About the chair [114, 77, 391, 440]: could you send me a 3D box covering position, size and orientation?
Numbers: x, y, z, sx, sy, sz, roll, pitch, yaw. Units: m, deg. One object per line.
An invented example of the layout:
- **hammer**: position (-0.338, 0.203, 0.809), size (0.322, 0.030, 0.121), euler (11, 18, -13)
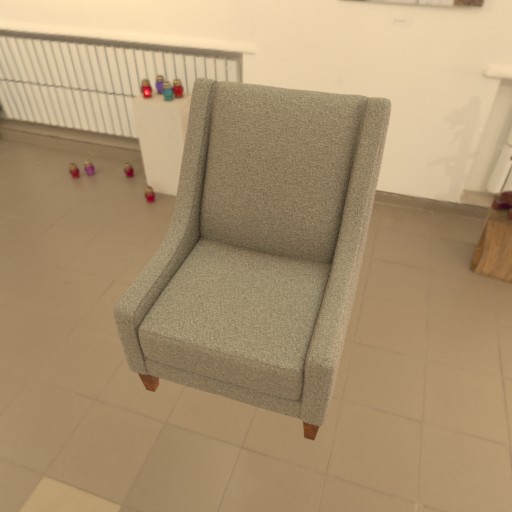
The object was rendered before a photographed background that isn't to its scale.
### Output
- **chair**: position (0.000, 0.000, 1.682), size (0.774, 1.016, 0.870), euler (12, 41, 14)
